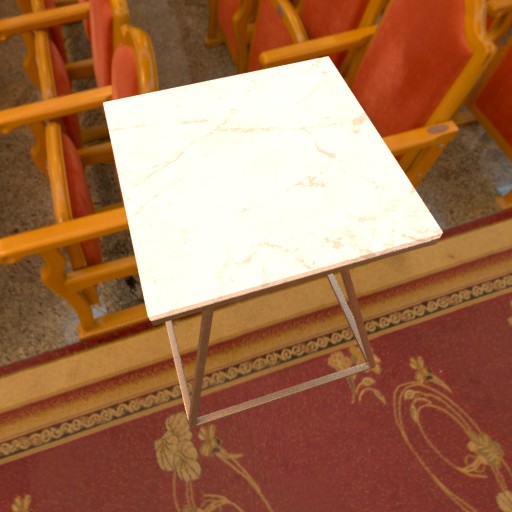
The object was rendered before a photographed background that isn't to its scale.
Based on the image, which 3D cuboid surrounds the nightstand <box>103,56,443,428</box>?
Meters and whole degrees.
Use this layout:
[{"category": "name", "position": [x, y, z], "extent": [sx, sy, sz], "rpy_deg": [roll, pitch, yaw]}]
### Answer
[{"category": "nightstand", "position": [0.000, 0.000, 0.906], "extent": [0.455, 0.554, 0.455], "rpy_deg": [-15, 60, -9]}]
